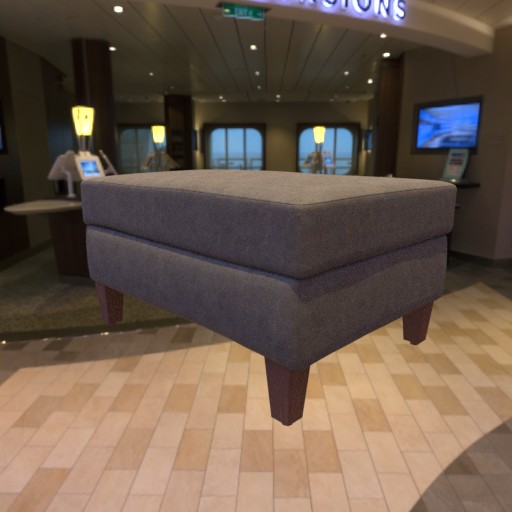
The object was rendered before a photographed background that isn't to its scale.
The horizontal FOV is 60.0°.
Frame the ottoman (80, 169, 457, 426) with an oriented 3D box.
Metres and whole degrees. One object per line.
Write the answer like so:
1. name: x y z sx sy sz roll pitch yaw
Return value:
1. ottoman: 0.000 0.000 1.241 0.639 0.464 0.839 -13 18 -43
